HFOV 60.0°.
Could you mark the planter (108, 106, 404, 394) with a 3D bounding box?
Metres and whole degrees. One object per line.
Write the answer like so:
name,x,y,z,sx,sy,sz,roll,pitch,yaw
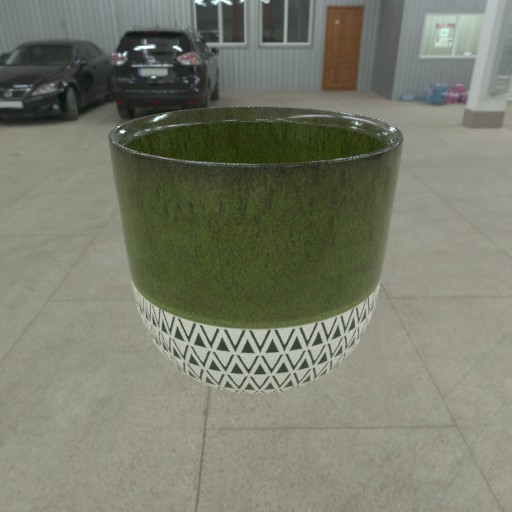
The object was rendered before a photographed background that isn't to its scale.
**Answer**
planter,0.000,0.000,0.475,0.266,0.270,0.266,0,27,0
